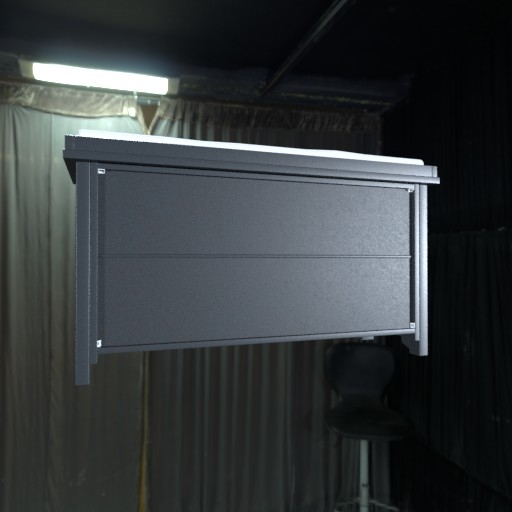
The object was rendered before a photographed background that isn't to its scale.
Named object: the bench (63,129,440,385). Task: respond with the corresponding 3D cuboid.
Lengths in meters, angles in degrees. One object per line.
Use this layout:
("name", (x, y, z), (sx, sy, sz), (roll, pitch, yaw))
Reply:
("bench", (0.000, 0.000, 1.244), (0.973, 0.561, 0.345), (0, -1, -19))
